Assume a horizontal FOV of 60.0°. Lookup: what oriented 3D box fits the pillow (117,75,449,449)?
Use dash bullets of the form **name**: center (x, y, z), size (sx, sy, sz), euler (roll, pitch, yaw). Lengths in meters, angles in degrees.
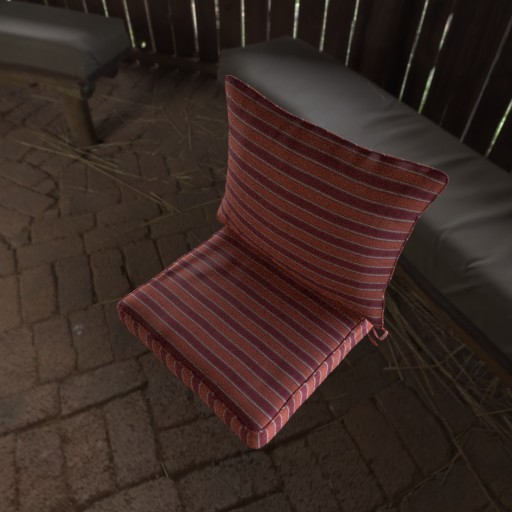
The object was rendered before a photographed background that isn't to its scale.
- **pillow**: center (0.000, 0.000, 1.393), size (0.799, 0.723, 0.733), euler (35, 56, 27)
